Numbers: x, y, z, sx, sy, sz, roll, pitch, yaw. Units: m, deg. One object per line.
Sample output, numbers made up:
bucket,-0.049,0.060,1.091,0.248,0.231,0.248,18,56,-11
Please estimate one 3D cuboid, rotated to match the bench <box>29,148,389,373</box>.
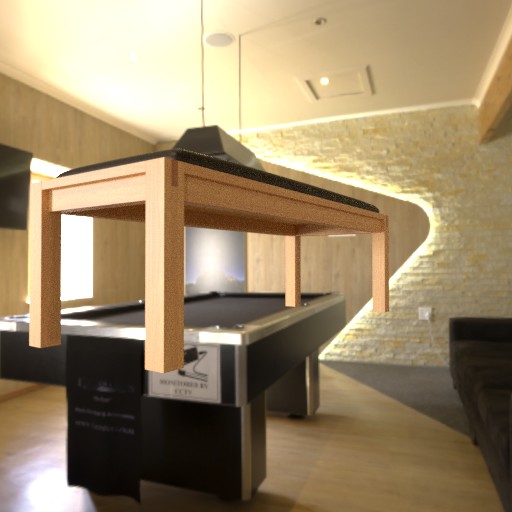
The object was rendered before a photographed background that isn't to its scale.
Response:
bench,0.000,0.000,1.400,0.450,0.430,1.202,-1,-1,35
